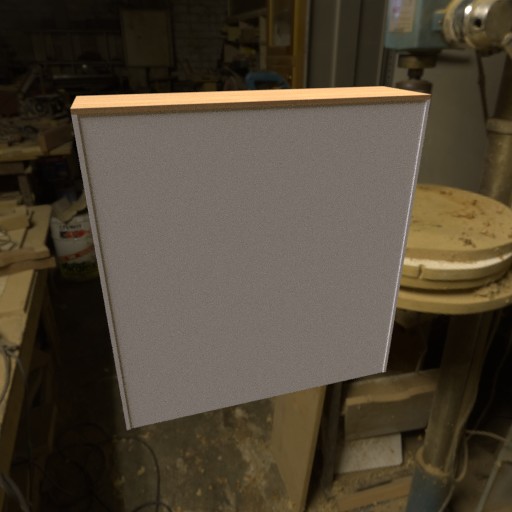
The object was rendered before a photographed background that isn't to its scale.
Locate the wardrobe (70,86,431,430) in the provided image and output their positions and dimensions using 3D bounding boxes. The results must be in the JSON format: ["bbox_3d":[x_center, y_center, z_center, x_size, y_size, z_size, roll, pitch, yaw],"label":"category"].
[{"bbox_3d":[0.000,0.000,3.295,2.160,2.260,0.590,-8,27,-15],"label":"wardrobe"}]
